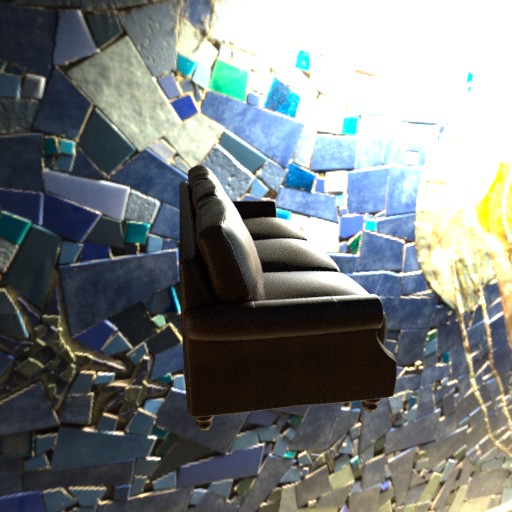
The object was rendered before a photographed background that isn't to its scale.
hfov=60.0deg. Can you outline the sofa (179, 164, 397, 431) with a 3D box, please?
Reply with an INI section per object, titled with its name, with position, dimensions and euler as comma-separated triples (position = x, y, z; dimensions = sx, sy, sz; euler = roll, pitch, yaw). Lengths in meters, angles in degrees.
[sofa]
position = 0.000, 0.000, 2.893
dimensions = 0.973, 0.977, 2.351
euler = -3, 18, -9
